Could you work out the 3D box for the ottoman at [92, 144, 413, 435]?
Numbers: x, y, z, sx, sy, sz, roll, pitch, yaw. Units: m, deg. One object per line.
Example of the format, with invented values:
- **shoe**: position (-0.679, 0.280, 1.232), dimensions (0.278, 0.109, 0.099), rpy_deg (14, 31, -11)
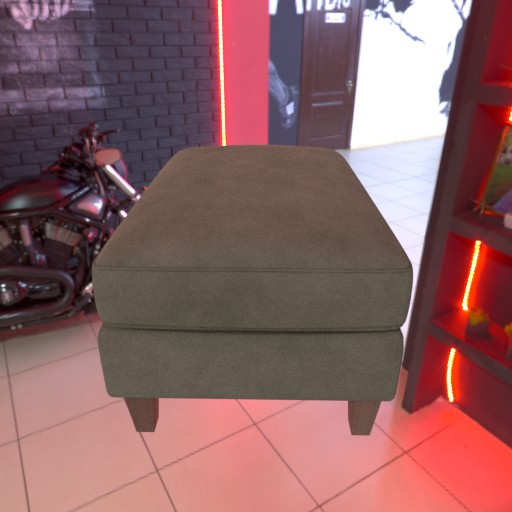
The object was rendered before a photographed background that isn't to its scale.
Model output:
- **ottoman**: position (0.000, 0.000, 1.202), dimensions (0.584, 0.483, 0.864), rpy_deg (0, 26, 1)
